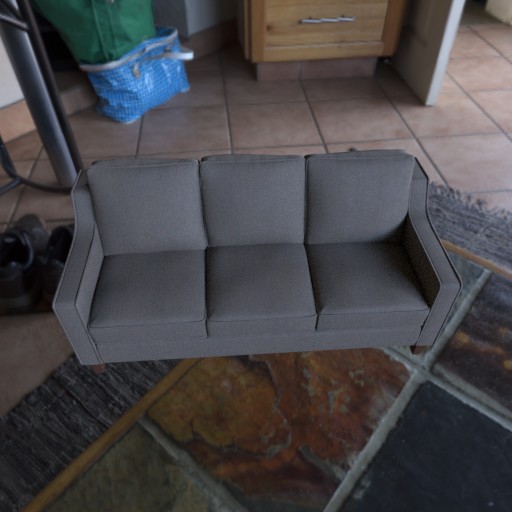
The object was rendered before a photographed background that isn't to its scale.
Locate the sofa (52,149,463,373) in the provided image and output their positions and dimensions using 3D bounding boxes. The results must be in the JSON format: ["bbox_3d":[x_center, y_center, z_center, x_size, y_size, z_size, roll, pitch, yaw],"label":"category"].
[{"bbox_3d":[0.000,0.000,2.541,1.986,0.974,0.911,-3,45,-3],"label":"sofa"}]
